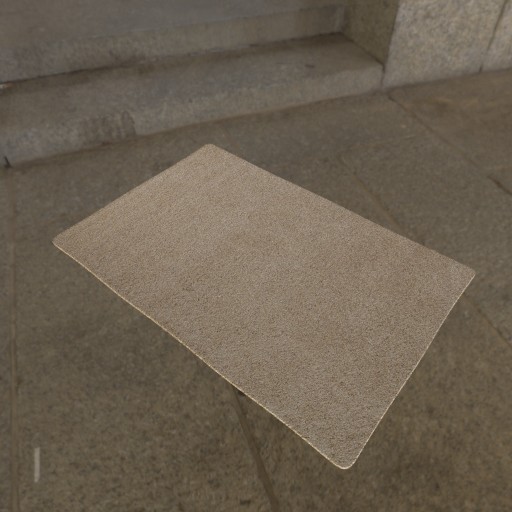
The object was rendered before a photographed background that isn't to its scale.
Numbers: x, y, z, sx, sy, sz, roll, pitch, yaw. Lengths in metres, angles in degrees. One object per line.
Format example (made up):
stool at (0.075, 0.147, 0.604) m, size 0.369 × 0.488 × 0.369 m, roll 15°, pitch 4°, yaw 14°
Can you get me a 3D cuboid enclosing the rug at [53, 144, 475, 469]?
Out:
rug at (0.000, 0.000, 3.355) m, size 2.700 × 0.024 × 1.801 m, roll 31°, pitch 54°, yaw 26°
